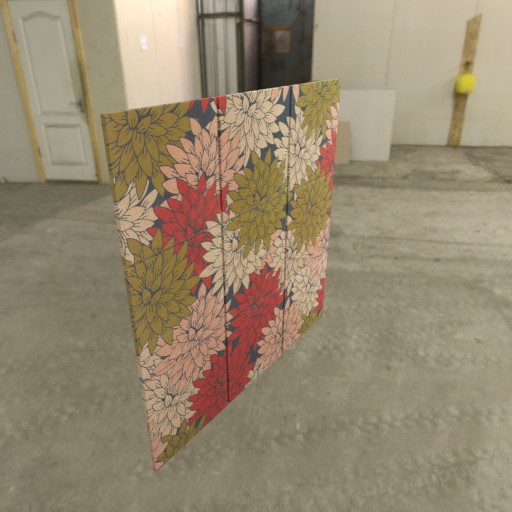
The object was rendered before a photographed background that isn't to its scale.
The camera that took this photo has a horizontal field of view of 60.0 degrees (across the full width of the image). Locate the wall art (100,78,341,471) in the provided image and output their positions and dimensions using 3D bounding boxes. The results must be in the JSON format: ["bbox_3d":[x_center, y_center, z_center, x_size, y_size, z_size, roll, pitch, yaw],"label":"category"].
[{"bbox_3d":[0.000,0.000,1.302,0.013,0.913,0.904,18,32,32],"label":"wall art"}]
